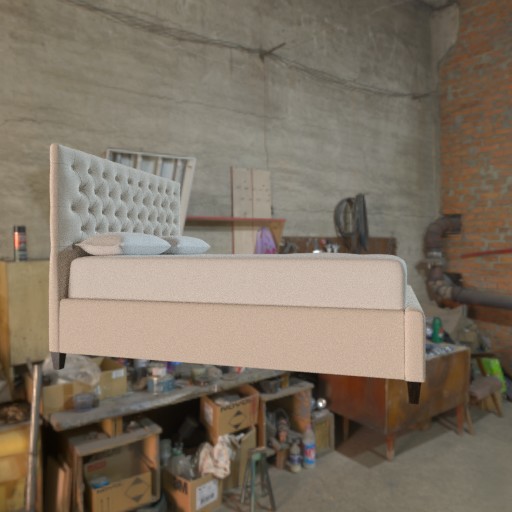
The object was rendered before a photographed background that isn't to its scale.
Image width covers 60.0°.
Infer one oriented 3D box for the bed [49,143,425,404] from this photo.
[{"bbox_3d":[0.000,0.000,3.254,2.233,1.426,1.696,0,1,17],"label":"bed"}]
